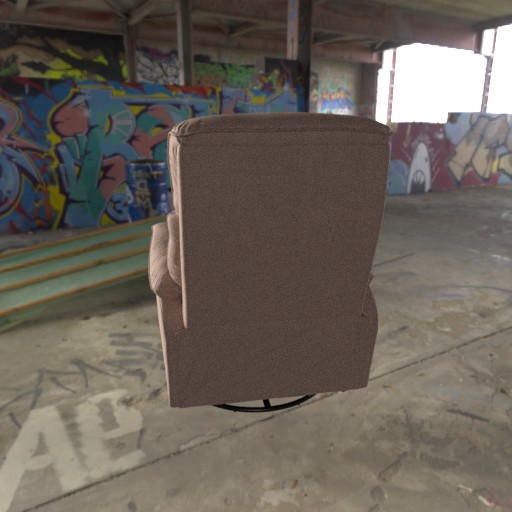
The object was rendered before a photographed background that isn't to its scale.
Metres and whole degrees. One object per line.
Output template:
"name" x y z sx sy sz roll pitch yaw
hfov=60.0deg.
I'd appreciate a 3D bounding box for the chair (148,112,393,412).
"chair" 0.000 0.000 1.726 0.820 1.037 1.004 -3 16 -10
